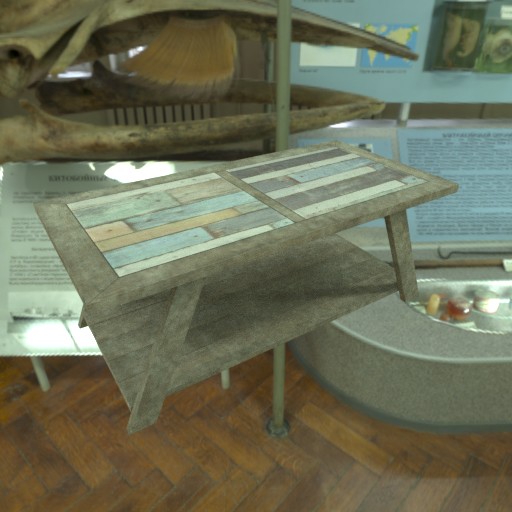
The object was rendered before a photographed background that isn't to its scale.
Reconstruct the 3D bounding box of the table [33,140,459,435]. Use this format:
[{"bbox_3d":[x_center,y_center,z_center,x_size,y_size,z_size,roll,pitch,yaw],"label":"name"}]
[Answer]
[{"bbox_3d":[0.000,0.000,1.532,1.219,0.470,0.610,-18,35,-28],"label":"table"}]
